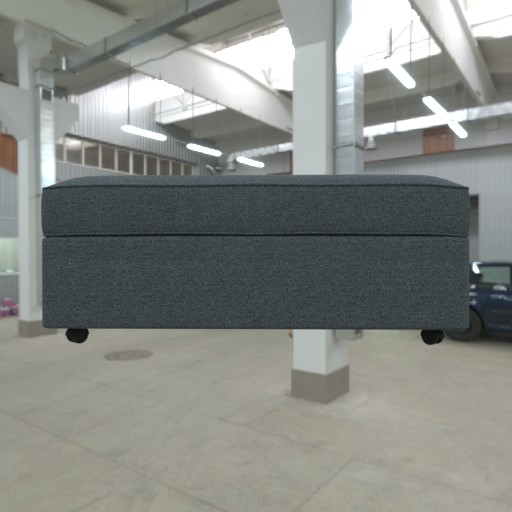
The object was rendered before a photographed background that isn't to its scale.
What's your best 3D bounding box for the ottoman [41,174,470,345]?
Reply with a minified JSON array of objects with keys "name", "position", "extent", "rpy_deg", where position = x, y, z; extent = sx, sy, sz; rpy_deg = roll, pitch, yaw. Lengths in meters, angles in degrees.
[{"name":"ottoman","position":[0.000,0.000,1.517],"extent":[1.173,0.494,0.681],"rpy_deg":[0,0,1]}]
